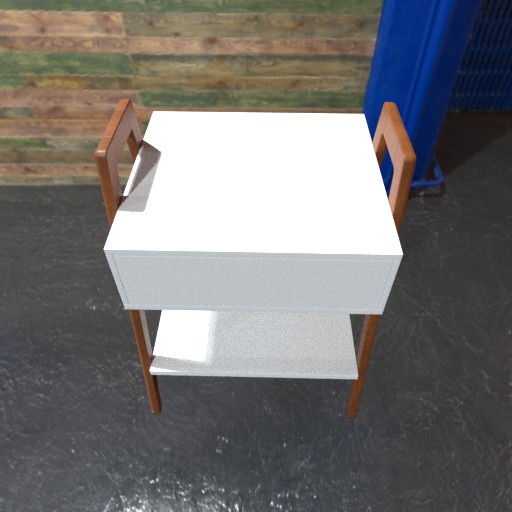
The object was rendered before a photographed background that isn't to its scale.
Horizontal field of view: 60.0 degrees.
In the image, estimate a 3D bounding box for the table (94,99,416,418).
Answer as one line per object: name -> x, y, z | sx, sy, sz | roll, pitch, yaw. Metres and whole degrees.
table -> 0.000, 0.000, 0.903 | 0.457, 0.610, 0.405 | 1, 47, 1
